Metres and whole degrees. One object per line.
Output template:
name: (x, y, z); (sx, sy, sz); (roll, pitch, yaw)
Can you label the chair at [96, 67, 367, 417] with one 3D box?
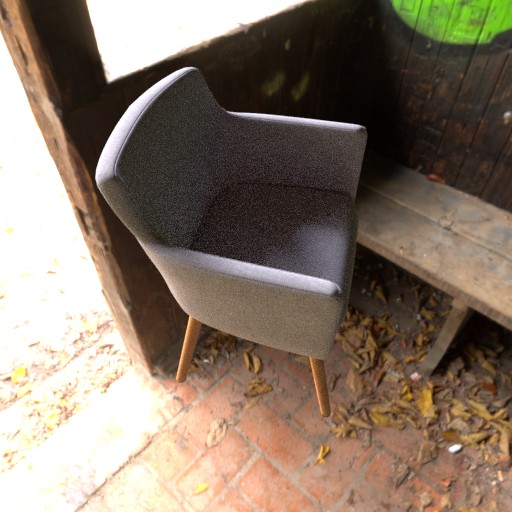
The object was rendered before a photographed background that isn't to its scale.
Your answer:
chair: (0.000, 0.000, 1.145); (0.540, 0.780, 0.570); (10, 48, 9)
